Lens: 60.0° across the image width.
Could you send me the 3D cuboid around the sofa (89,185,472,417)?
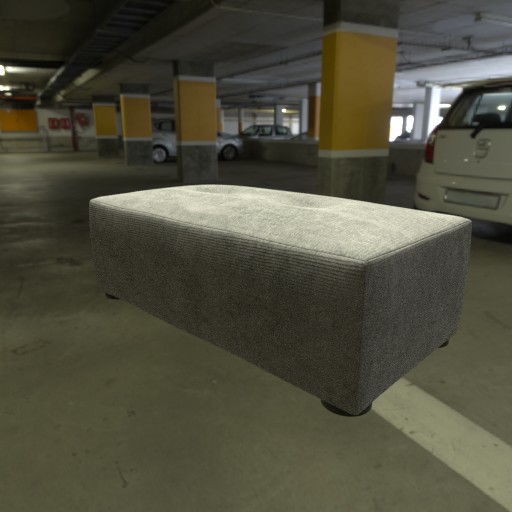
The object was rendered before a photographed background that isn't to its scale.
[{"bbox_3d":[0.000,0.000,1.172,0.930,0.330,0.480,15,21,42],"label":"sofa"}]
